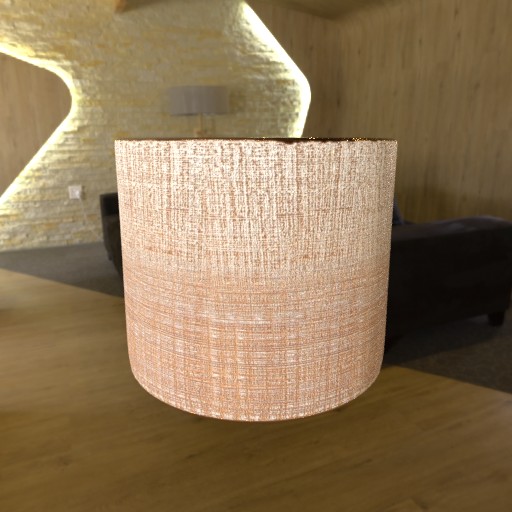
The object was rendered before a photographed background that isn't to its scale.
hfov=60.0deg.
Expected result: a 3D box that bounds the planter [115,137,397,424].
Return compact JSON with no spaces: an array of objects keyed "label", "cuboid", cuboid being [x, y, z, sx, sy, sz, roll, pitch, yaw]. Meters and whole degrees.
[{"label":"planter","cuboid":[0.000,0.000,0.305,0.177,0.157,0.177,0,15,0]}]
